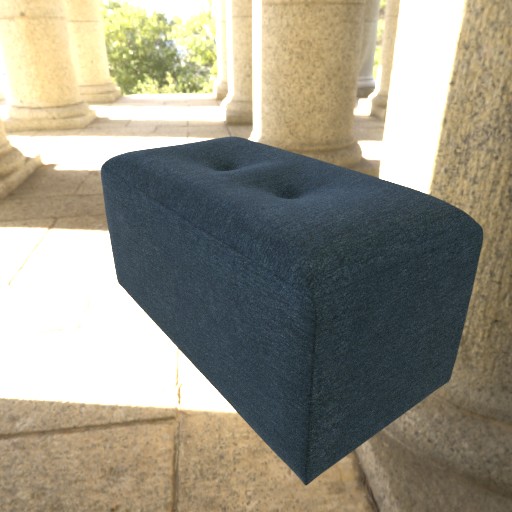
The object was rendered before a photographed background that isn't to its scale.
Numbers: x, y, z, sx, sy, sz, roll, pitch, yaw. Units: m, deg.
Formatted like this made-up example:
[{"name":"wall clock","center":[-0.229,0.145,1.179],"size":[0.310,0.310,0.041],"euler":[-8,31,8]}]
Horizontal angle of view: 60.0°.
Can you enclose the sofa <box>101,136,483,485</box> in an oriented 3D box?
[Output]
[{"name":"sofa","center":[0.000,0.000,1.158],"size":[0.480,0.470,0.930],"euler":[-18,32,-32]}]
